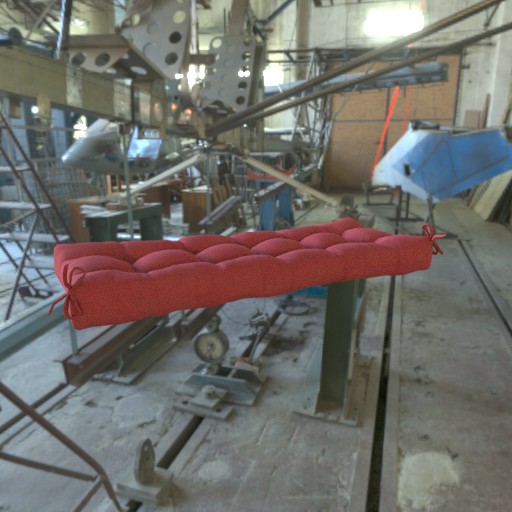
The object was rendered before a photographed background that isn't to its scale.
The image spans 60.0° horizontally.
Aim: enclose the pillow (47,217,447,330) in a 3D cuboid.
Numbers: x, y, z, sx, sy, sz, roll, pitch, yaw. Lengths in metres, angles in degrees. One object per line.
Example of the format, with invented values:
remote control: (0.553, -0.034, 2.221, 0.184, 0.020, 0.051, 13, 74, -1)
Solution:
pillow: (0.000, 0.000, 1.362, 1.194, 0.174, 0.511, -7, 16, -27)
